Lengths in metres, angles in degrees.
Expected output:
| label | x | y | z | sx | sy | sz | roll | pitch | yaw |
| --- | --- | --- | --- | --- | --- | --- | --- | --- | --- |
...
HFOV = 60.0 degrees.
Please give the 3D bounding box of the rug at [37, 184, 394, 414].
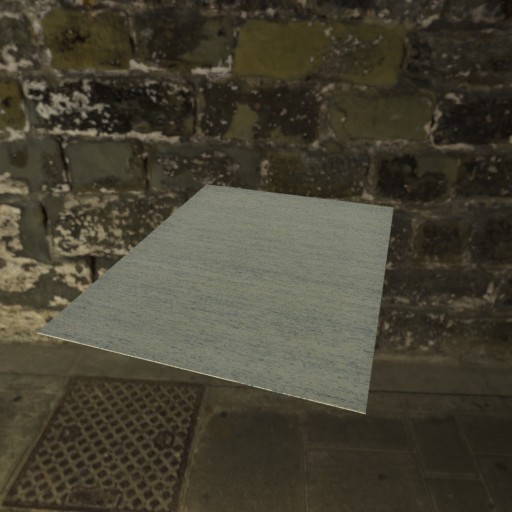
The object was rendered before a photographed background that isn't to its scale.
| label | x | y | z | sx | sy | sz | roll | pitch | yaw |
| --- | --- | --- | --- | --- | --- | --- | --- | --- | --- |
| rug | 0.000 | 0.000 | 4.334 | 2.438 | 0.006 | 3.197 | 9 | 32 | 15 |
